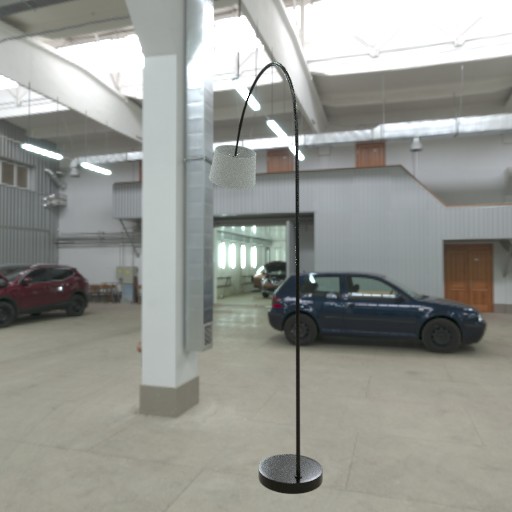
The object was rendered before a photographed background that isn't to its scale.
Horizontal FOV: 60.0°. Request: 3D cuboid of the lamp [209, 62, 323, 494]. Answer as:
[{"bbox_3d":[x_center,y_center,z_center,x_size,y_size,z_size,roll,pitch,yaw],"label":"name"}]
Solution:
[{"bbox_3d":[0.000,0.000,2.610,0.331,2.104,1.363,0,-1,-18],"label":"lamp"}]
